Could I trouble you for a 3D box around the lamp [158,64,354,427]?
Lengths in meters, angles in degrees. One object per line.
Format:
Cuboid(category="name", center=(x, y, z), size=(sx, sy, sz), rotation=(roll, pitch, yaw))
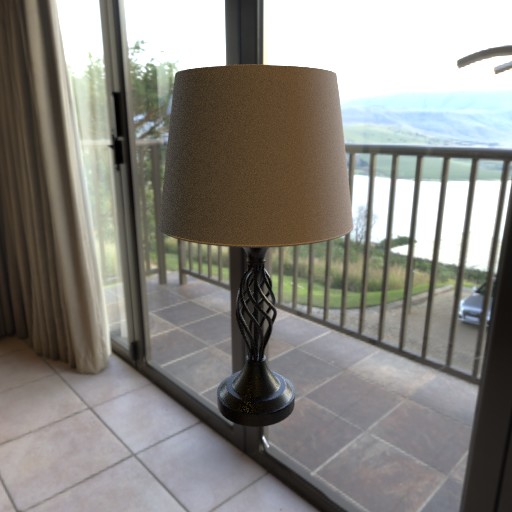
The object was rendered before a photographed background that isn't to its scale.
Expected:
Cuboid(category="lamp", center=(0.000, 0.000, 0.783), size=(0.331, 0.594, 0.331), rotation=(0, 16, 0))
